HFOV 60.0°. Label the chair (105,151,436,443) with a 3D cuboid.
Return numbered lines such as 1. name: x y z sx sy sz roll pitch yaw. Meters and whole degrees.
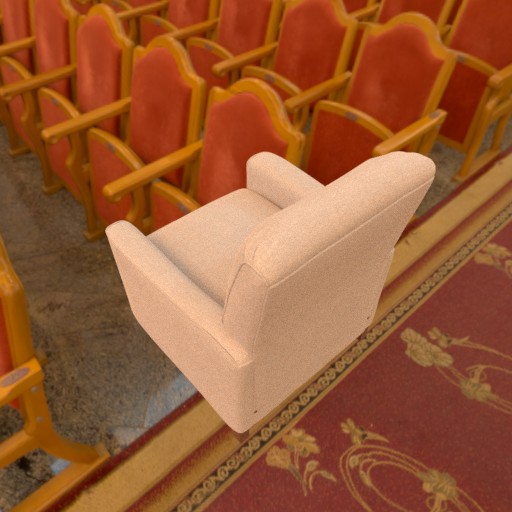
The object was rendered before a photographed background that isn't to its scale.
1. chair: 0.000 0.000 1.679 0.841 1.023 0.858 -32 53 -28
